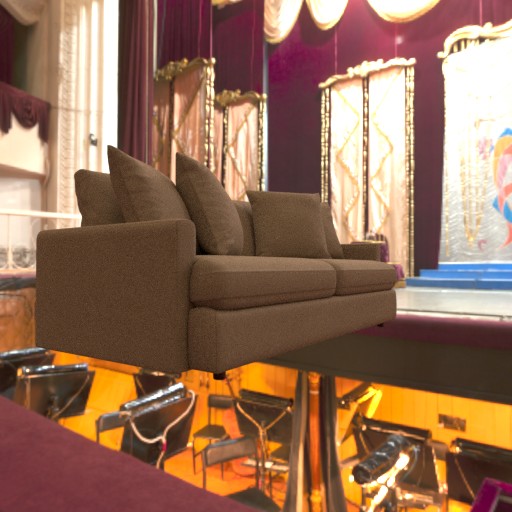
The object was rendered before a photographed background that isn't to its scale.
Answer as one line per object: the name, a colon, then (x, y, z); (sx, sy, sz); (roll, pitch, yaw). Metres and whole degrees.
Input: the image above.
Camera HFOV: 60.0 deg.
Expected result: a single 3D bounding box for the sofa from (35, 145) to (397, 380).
sofa: (0.000, 0.000, 2.966); (1.228, 1.084, 2.380); (-1, -2, 35)
